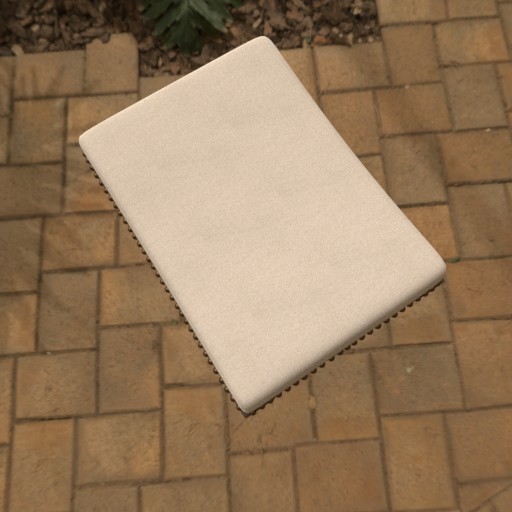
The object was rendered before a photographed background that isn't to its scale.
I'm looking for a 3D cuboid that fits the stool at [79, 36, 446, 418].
[{"bbox_3d":[0.000,0.000,0.928,0.361,0.642,0.500,-32,78,-8],"label":"stool"}]
